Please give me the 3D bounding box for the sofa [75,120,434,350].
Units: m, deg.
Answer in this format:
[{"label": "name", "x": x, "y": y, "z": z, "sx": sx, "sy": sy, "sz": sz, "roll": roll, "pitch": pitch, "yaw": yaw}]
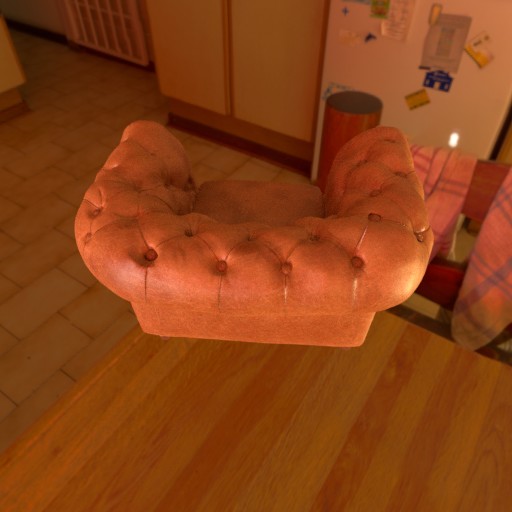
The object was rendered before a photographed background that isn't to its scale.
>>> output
[{"label": "sofa", "x": 0.000, "y": 0.000, "z": 2.046, "sx": 1.405, "sy": 0.878, "sz": 1.033, "roll": 3, "pitch": 45, "yaw": 3}]
